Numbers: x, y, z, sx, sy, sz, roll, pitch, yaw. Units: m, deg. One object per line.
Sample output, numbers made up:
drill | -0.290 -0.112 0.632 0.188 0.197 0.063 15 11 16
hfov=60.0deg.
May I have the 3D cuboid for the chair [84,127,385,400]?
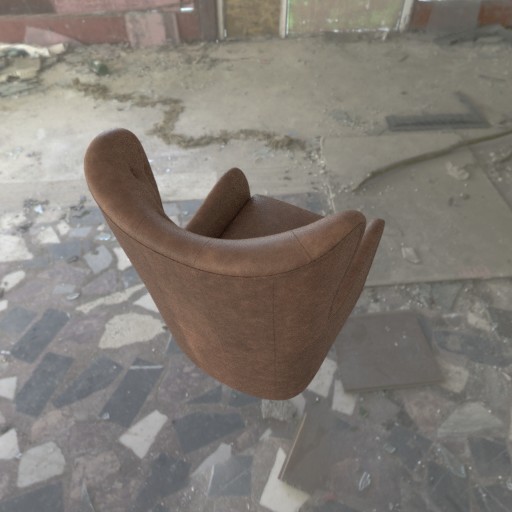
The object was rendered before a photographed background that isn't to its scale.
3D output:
chair | 0.000 0.000 1.718 0.831 1.079 0.930 23 51 21
